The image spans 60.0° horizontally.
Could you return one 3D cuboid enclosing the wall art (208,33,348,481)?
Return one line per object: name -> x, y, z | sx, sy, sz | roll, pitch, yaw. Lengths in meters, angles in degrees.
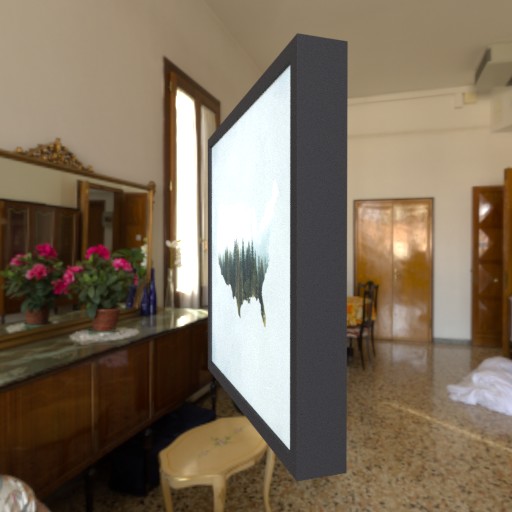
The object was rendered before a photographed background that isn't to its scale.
wall art -> 0.000, 0.000, 0.451 | 0.038, 0.304, 0.304 | 0, 1, -18
